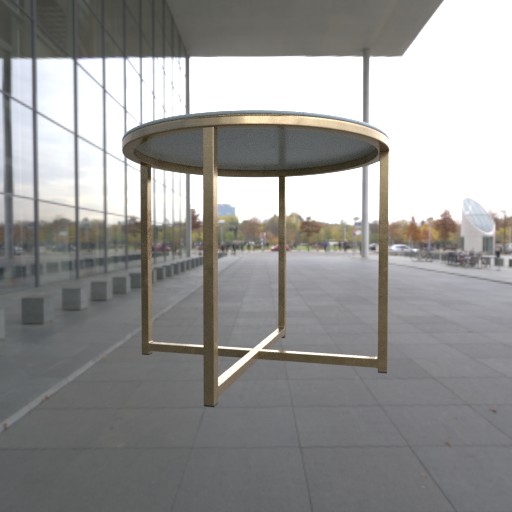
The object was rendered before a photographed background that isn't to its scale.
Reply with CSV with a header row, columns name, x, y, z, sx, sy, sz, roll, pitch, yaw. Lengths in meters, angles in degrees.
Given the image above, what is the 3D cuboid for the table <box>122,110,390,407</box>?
name,x,y,z,sx,sy,sz,roll,pitch,yaw
table,0.000,0.000,0.869,0.500,0.420,0.500,0,2,0
